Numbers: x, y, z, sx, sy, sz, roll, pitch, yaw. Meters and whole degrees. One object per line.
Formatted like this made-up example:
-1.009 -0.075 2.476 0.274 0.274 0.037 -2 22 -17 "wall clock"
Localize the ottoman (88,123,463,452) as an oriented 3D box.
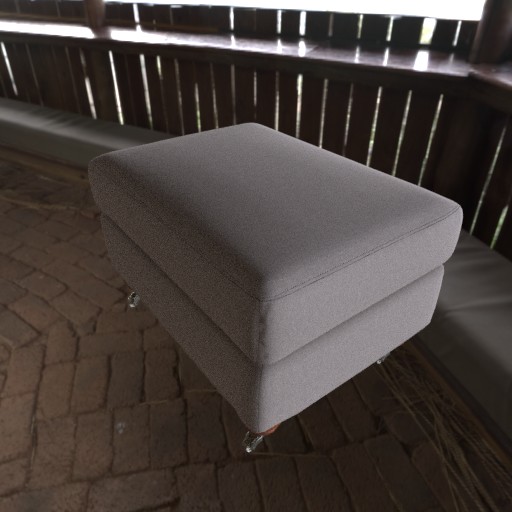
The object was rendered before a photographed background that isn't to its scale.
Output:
0.000 0.000 1.147 0.574 0.497 0.773 -22 39 -30 "ottoman"
